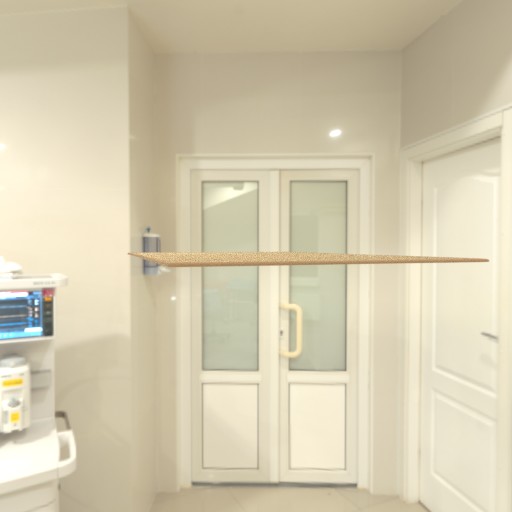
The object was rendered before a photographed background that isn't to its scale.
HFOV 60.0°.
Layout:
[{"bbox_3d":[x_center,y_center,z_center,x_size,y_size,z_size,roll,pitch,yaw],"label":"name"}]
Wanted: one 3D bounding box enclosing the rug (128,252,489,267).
[{"bbox_3d":[0.000,0.000,2.071,1.061,0.012,1.668,0,1,-20],"label":"rug"}]
